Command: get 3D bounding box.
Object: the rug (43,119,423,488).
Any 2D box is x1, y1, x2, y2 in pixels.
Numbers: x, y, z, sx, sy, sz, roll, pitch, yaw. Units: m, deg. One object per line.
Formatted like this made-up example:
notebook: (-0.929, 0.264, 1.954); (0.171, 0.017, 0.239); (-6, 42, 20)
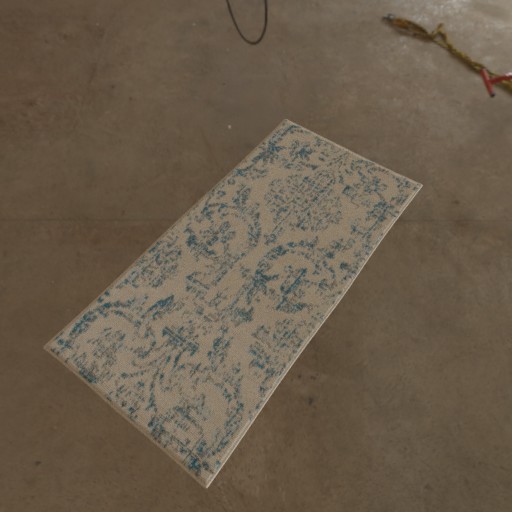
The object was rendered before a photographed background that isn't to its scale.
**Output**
rug: (0.000, 0.000, 1.429); (0.605, 0.007, 1.220); (32, 62, 19)
